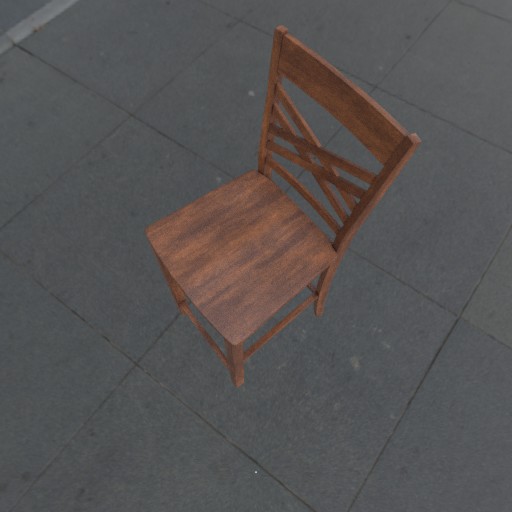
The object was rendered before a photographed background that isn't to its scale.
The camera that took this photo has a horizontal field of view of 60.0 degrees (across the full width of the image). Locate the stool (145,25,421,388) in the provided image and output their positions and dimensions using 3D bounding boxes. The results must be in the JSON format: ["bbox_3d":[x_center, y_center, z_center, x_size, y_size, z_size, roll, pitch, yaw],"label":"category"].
[{"bbox_3d":[0.000,0.000,1.352,0.504,1.098,0.426,-35,69,-16],"label":"stool"}]
